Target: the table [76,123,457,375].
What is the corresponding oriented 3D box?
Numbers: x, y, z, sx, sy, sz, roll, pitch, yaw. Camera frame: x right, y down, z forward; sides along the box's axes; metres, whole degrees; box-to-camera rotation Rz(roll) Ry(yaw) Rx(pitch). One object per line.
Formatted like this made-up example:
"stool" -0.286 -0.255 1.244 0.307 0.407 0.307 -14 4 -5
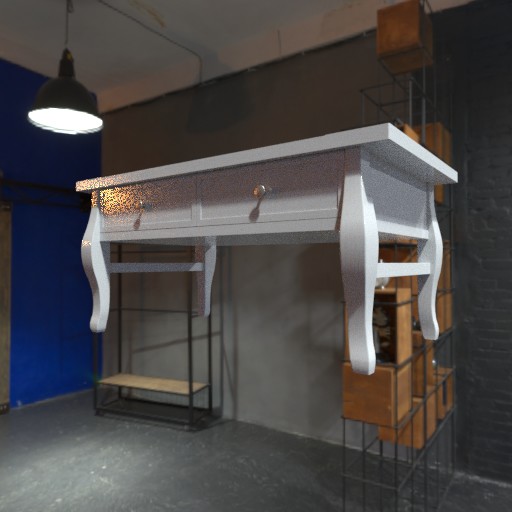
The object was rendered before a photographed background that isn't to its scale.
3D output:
"table" 0.000 0.000 1.396 1.062 0.495 0.600 -1 -1 36
